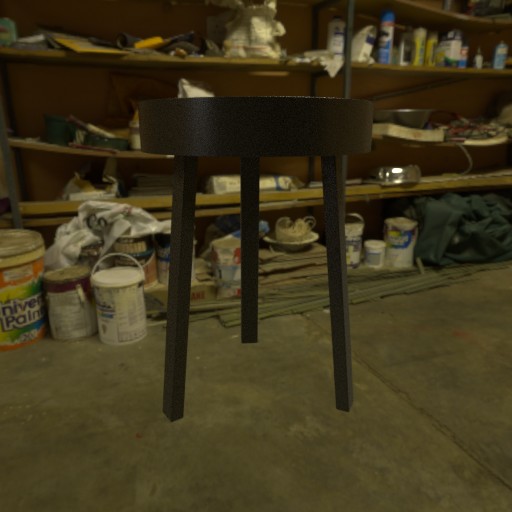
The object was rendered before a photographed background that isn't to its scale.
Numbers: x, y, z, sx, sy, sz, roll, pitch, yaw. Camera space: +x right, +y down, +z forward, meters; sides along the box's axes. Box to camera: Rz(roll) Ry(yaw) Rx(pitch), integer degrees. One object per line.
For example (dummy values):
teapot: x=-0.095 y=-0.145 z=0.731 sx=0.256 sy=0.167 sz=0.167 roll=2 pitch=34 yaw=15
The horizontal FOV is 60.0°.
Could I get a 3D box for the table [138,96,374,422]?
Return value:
table: x=0.000 y=0.000 z=0.862 sx=0.406 sy=0.559 sz=0.406 roll=0 pitch=16 yaw=0
